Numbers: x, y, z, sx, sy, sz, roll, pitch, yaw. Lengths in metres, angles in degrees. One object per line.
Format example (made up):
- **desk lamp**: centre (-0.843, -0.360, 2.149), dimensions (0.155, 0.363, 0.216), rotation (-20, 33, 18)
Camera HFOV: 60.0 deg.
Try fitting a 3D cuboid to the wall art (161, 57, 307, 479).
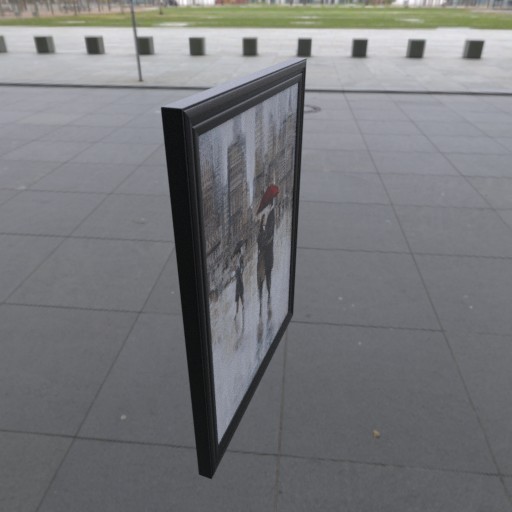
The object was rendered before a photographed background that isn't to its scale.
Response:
- **wall art**: centre (0.000, 0.000, 1.565), dimensions (0.053, 1.194, 0.950), rotation (11, 32, 18)
